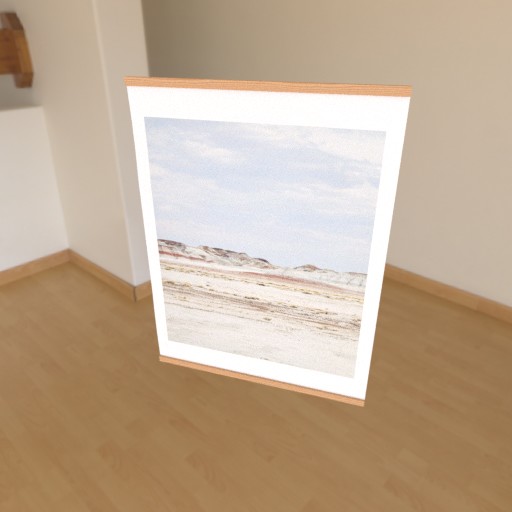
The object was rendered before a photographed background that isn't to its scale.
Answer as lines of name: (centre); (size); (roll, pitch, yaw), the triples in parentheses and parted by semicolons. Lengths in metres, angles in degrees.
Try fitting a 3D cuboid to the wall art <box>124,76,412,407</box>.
wall art: (0.000, 0.000, 0.820); (0.458, 0.605, 0.011); (8, 28, 16)
